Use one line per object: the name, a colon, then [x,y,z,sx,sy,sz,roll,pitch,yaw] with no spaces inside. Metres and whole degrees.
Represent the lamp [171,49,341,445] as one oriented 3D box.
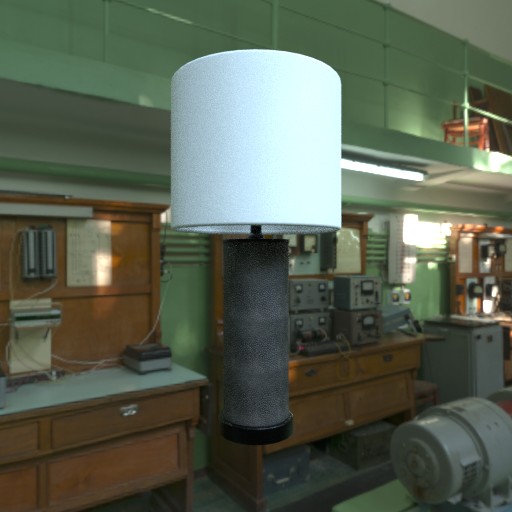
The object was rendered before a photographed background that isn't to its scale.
lamp: [0.000,0.000,0.809,0.305,0.634,0.305,0,0,-35]
